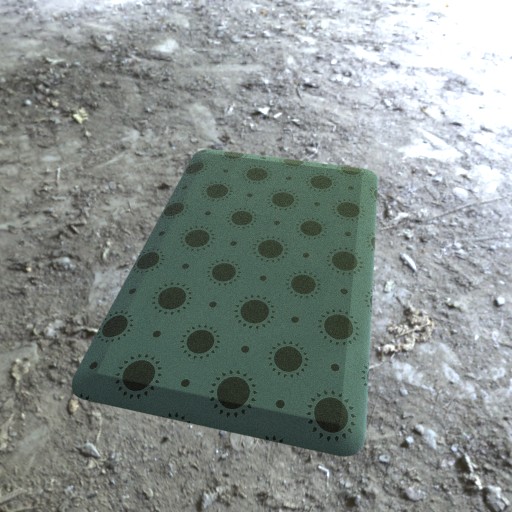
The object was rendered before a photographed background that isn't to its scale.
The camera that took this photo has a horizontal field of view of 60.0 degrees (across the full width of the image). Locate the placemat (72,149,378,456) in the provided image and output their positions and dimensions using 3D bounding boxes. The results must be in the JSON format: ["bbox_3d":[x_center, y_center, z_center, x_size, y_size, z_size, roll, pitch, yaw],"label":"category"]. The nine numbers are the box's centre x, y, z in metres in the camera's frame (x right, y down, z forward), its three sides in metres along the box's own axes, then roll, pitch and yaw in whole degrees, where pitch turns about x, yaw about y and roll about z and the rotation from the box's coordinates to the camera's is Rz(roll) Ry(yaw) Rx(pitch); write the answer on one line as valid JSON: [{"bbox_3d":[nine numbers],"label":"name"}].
[{"bbox_3d":[0.000,0.000,0.968,0.508,0.021,0.762,9,48,8],"label":"placemat"}]
